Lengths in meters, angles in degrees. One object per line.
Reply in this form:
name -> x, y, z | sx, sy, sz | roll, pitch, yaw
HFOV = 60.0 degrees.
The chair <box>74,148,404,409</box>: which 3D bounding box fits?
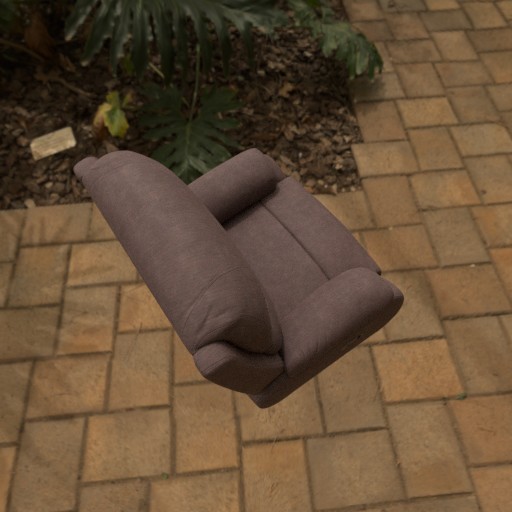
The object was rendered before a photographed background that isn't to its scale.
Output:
chair -> 0.000, 0.000, 1.750 | 0.899, 1.011, 0.930 | -30, 62, -18
